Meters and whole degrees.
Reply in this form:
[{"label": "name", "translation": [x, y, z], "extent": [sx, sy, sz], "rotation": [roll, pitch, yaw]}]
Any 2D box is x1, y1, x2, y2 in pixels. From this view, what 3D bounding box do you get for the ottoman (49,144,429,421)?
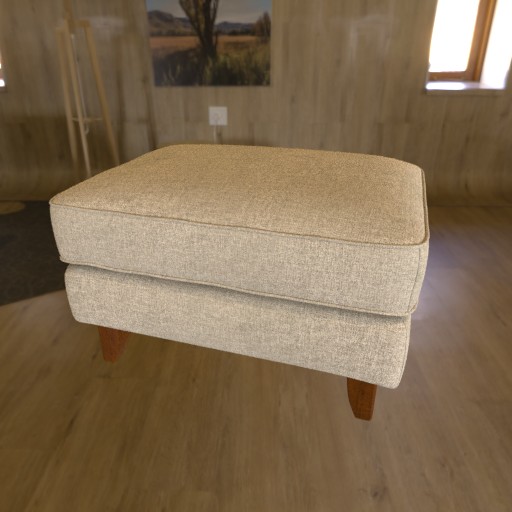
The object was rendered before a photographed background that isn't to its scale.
[{"label": "ottoman", "translation": [0.000, 0.000, 1.299], "extent": [0.889, 0.561, 0.661], "rotation": [8, 27, 16]}]
